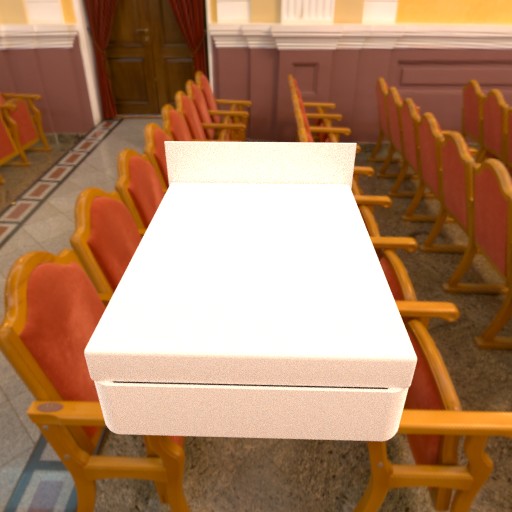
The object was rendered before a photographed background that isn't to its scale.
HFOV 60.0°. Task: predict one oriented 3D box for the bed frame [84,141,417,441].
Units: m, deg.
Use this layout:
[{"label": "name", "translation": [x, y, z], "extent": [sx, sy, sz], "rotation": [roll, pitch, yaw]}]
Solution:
[{"label": "bed frame", "translation": [0.000, 0.000, 2.638], "extent": [1.400, 0.800, 1.900], "rotation": [1, 31, 2]}]
